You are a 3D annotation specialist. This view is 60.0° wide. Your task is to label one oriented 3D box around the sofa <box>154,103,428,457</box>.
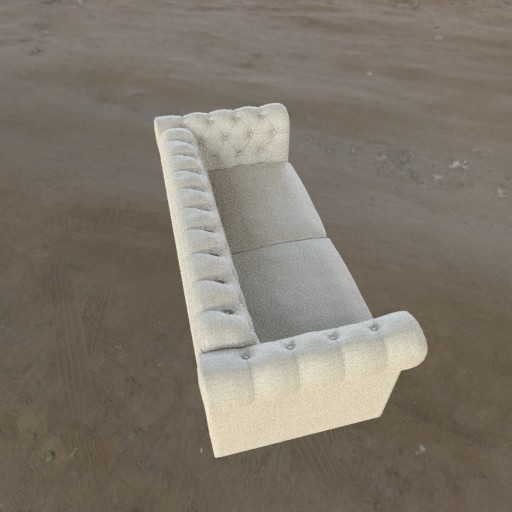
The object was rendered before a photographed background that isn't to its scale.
[{"bbox_3d":[0.000,0.000,2.263,0.783,0.797,1.798,-10,46,-10],"label":"sofa"}]
